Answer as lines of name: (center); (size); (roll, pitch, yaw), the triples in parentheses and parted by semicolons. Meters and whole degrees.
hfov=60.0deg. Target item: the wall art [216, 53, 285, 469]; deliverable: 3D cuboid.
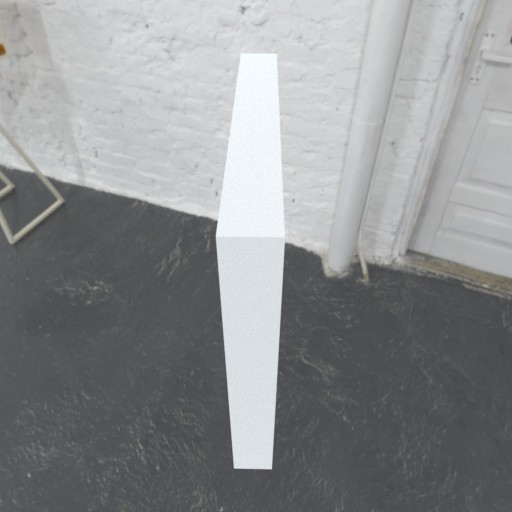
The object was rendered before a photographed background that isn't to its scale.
wall art: (0.000, 0.000, 0.460); (0.038, 0.304, 0.305); (1, 42, 1)
